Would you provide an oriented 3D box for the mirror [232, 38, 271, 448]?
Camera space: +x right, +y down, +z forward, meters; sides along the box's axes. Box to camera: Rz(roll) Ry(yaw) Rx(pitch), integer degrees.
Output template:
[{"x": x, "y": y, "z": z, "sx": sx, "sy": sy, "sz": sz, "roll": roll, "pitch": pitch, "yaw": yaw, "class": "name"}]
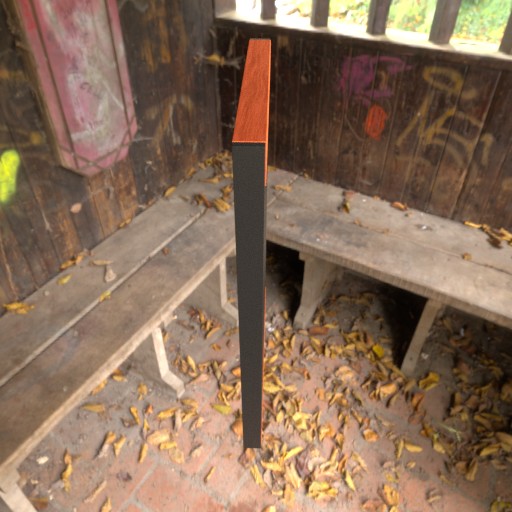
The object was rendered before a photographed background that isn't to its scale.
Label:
[{"x": 0.000, "y": 0.000, "z": 1.049, "sx": 0.047, "sy": 0.823, "sz": 0.525, "roll": 1, "pitch": 40, "yaw": 2, "class": "mirror"}]
